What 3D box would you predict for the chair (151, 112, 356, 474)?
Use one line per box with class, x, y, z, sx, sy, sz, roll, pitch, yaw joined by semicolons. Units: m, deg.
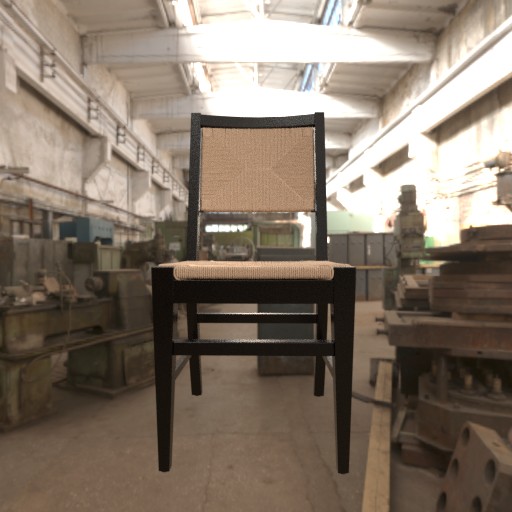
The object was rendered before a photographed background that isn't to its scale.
chair;0.000;0.000;1.205;0.437;0.927;0.552;0;1;1
